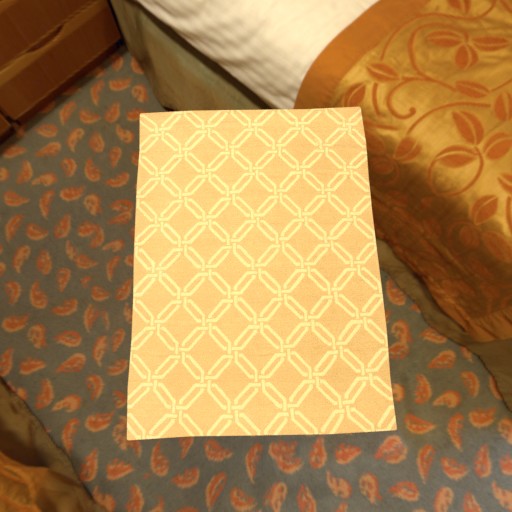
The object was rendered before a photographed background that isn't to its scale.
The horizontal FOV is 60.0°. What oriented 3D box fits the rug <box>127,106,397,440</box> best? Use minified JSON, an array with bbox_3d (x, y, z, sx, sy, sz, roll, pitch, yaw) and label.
[{"bbox_3d":[0.000,0.000,4.424,2.452,0.020,3.365,-2,74,-1],"label":"rug"}]
